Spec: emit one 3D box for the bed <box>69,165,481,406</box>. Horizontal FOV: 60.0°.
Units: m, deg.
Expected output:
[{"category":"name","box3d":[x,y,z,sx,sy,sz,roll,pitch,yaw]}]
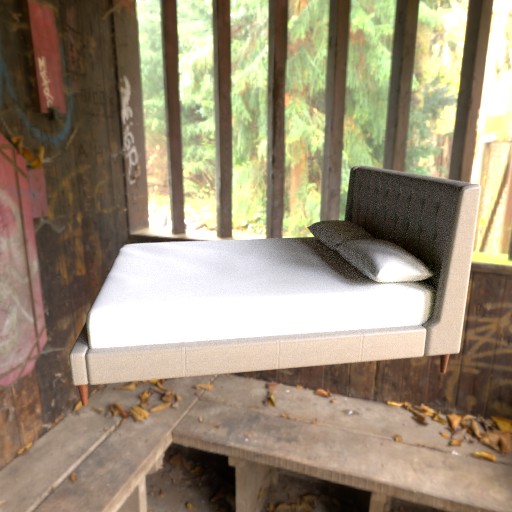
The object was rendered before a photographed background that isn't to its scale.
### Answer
[{"category":"bed","box3d":[0.000,0.000,3.162,2.232,1.147,1.656,-3,15,-9]}]
